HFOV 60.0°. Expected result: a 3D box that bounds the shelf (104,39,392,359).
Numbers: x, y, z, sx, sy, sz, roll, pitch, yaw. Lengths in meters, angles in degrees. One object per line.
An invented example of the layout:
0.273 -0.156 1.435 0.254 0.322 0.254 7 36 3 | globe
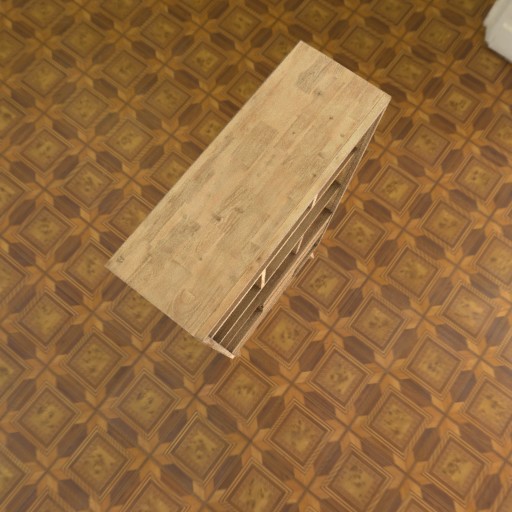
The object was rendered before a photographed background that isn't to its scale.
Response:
0.000 0.000 1.751 0.308 1.471 0.748 36 78 9 | shelf
